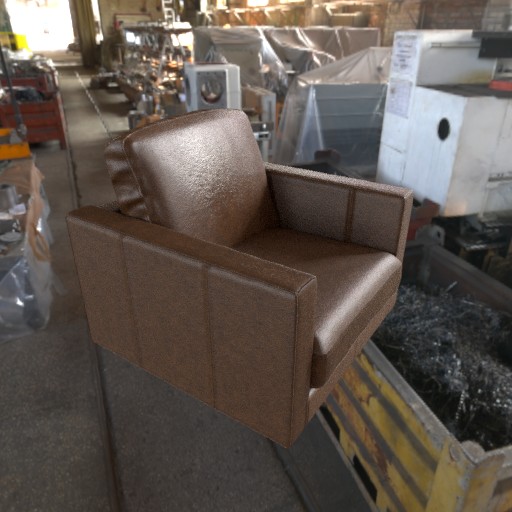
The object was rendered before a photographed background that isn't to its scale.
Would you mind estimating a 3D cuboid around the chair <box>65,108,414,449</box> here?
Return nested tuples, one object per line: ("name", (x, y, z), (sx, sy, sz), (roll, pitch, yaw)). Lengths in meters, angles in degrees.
("chair", (0.000, 0.000, 1.635), (0.909, 0.956, 0.890), (18, 32, 30))
